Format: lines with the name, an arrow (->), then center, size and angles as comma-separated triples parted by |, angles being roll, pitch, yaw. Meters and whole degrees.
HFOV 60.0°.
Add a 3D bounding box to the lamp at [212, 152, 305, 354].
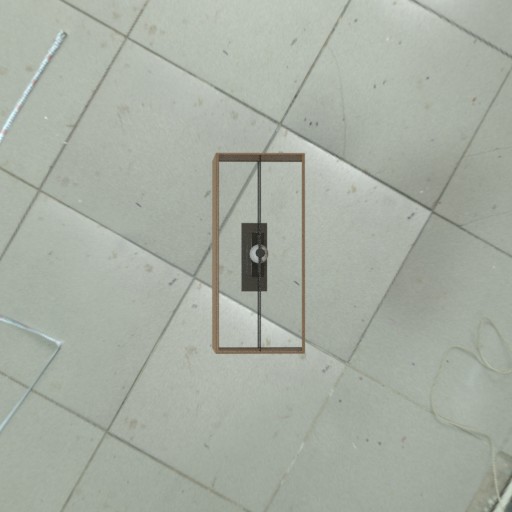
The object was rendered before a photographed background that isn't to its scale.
lamp -> 0.000, 0.000, 1.618 | 0.233, 1.469, 0.475 | 0, 90, -1
